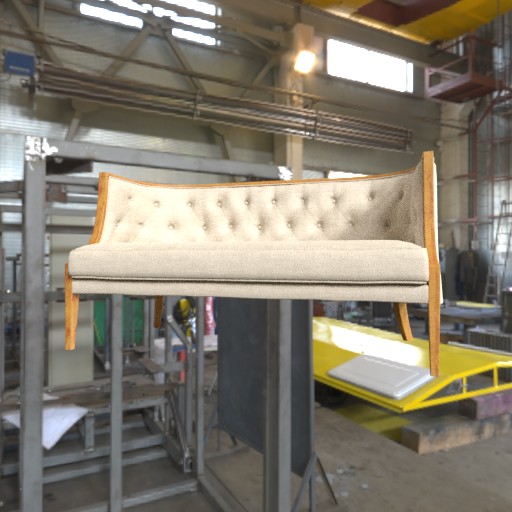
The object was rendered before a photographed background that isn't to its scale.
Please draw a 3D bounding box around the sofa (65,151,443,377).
[{"bbox_3d":[0.000,0.000,1.961,1.474,0.775,0.770,0,0,17],"label":"sofa"}]
